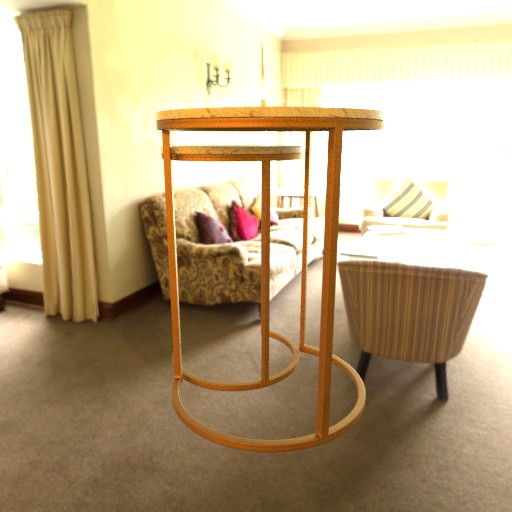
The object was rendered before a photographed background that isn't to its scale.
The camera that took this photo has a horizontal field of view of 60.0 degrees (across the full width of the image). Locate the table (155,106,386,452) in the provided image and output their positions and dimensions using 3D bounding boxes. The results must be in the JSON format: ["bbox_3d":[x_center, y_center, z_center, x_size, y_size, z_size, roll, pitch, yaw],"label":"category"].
[{"bbox_3d":[0.000,0.000,0.909,0.400,0.550,0.507,-8,17,-27],"label":"table"}]
